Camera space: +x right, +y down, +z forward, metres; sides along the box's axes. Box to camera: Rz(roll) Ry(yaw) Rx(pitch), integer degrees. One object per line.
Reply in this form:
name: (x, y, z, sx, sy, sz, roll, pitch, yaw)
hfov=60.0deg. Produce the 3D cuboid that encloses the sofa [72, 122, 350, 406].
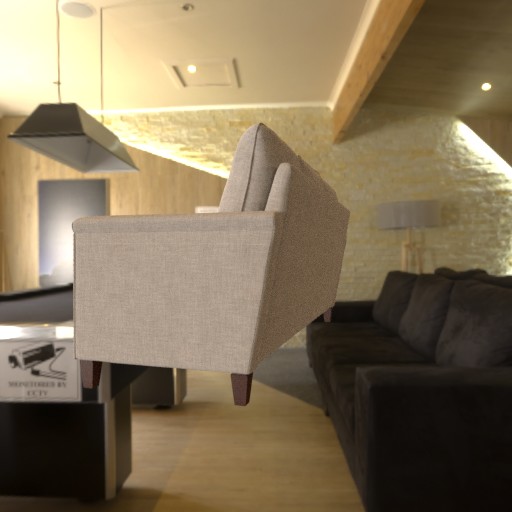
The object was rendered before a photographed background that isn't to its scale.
sofa: (0.000, 0.000, 2.396, 0.828, 0.959, 1.925, 0, 1, 18)
